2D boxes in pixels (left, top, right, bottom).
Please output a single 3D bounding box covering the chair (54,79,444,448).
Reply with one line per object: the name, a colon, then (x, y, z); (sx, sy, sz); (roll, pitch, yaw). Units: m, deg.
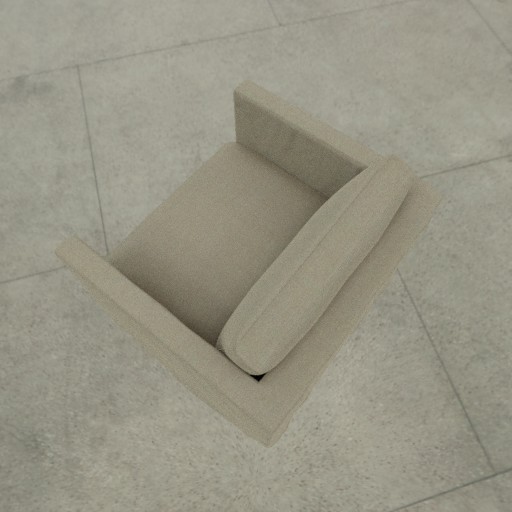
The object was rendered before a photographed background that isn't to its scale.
chair: (0.000, 0.000, 1.753); (0.949, 0.863, 1.057); (35, 68, 16)
